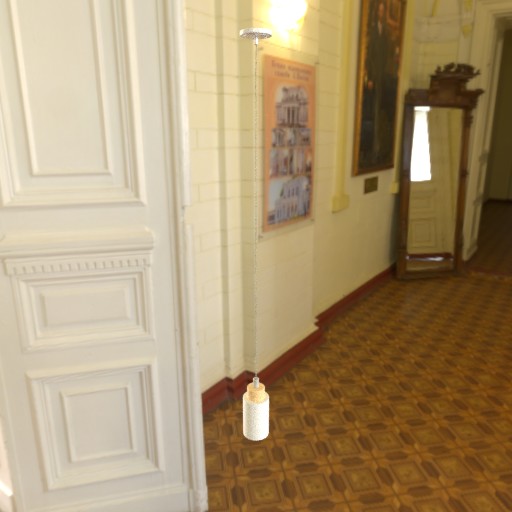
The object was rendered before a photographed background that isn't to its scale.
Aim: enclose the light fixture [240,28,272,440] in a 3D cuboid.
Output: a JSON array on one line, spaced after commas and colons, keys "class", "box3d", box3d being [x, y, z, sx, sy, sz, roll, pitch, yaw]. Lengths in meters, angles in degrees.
[{"class": "light fixture", "box3d": [0.000, 0.000, 1.948, 0.125, 1.798, 0.125, -3, 15, -10]}]
